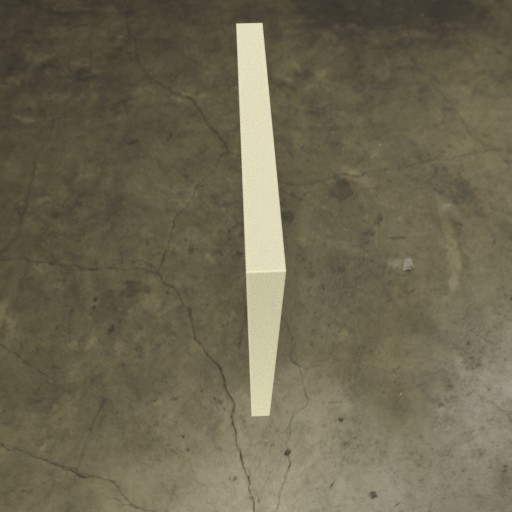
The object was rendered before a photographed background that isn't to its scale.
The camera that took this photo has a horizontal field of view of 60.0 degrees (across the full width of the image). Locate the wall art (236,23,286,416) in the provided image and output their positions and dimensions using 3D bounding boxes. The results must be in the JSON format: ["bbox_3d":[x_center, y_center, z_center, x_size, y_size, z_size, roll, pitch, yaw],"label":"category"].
[{"bbox_3d":[0.000,0.000,0.791,0.038,0.608,0.418,-2,58,-1],"label":"wall art"}]
